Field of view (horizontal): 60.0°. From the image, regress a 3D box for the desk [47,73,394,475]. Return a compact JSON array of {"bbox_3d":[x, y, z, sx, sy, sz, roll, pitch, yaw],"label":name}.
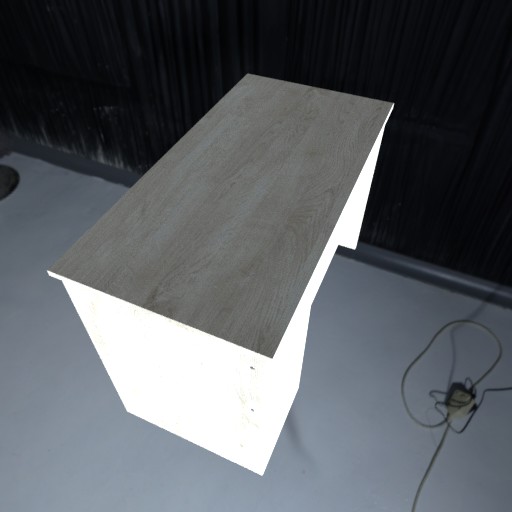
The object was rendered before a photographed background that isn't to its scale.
[{"bbox_3d":[0.000,0.000,1.543,0.560,0.730,1.096,18,50,16],"label":"desk"}]
